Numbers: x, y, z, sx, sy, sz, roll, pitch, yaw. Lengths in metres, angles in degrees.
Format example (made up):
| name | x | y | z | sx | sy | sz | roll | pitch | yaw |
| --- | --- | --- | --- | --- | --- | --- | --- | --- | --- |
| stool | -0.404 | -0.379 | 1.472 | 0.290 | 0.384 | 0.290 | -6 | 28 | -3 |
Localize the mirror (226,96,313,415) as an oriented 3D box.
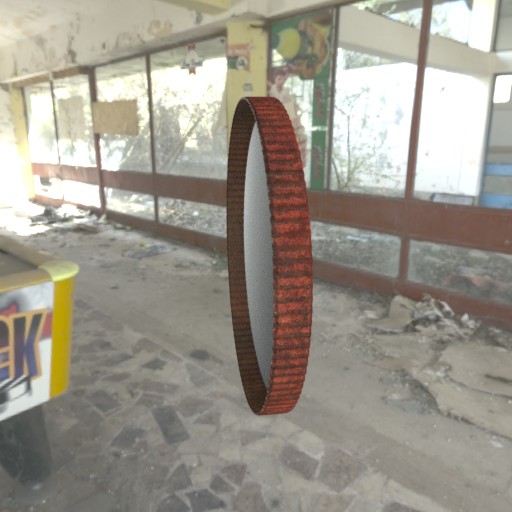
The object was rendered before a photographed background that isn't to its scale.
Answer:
| name | x | y | z | sx | sy | sz | roll | pitch | yaw |
| --- | --- | --- | --- | --- | --- | --- | --- | --- | --- |
| mirror | 0.000 | 0.000 | 0.900 | 0.056 | 0.609 | 0.609 | -3 | 15 | -9 |
